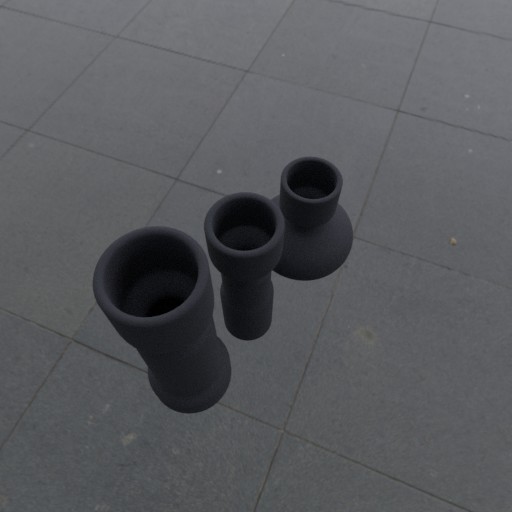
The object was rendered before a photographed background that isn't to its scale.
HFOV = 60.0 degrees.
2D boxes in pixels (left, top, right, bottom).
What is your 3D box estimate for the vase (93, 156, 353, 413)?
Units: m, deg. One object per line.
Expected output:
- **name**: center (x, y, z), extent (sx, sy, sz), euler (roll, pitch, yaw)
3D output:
- **vase**: center (0.000, 0.000, 0.437), extent (0.120, 0.249, 0.307), euler (33, 64, 19)
